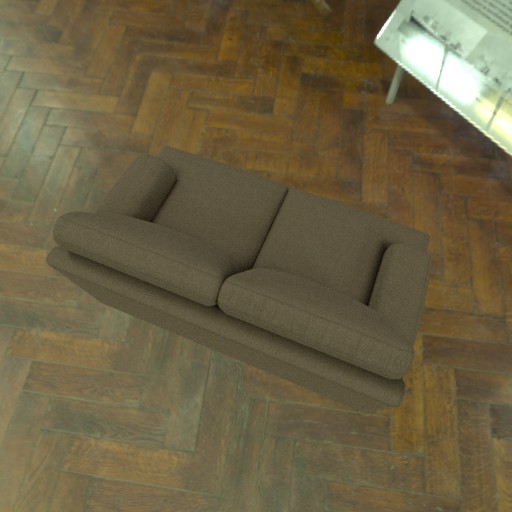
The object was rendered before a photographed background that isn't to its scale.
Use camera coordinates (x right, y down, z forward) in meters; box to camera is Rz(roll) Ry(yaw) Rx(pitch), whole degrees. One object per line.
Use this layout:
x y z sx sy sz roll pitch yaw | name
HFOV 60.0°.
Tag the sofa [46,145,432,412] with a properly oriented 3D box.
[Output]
0.000 0.000 2.521 1.869 0.950 1.140 20 65 10 | sofa
